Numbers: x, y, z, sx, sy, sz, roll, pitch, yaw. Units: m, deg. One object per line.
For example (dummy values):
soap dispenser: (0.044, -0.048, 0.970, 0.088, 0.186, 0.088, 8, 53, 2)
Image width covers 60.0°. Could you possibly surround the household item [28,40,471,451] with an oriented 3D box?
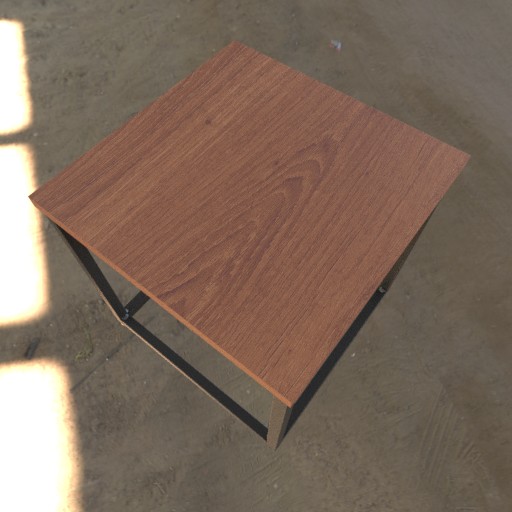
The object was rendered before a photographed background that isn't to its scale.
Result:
household item: (0.000, 0.000, 0.734, 0.400, 0.400, 0.400, 34, 65, 18)
